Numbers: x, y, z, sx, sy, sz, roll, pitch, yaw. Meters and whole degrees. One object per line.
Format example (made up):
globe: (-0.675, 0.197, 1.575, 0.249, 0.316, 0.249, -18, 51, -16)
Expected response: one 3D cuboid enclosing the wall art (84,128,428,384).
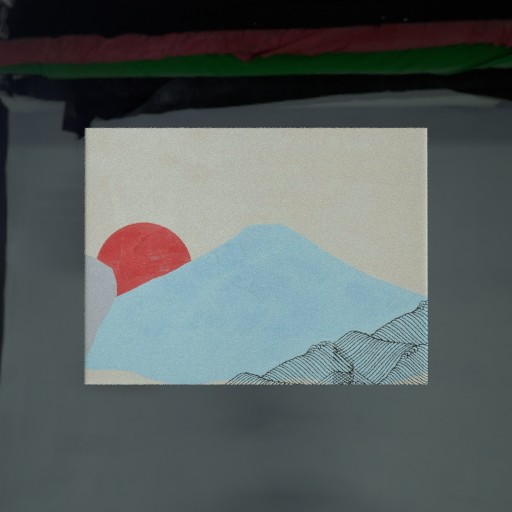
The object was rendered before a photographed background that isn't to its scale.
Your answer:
wall art: (0.000, 0.000, 1.597, 1.219, 0.912, 0.042, 0, 0, 0)
